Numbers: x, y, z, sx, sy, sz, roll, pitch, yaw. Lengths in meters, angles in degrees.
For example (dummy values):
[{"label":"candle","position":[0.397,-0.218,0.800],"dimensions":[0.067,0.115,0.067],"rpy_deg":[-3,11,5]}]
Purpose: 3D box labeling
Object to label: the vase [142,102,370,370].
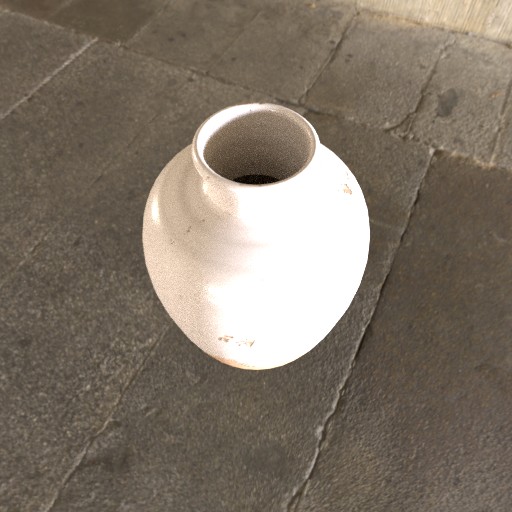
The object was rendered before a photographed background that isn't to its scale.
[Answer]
[{"label":"vase","position":[0.000,0.000,0.338],"dimensions":[0.158,0.228,0.158],"rpy_deg":[0,57,0]}]
